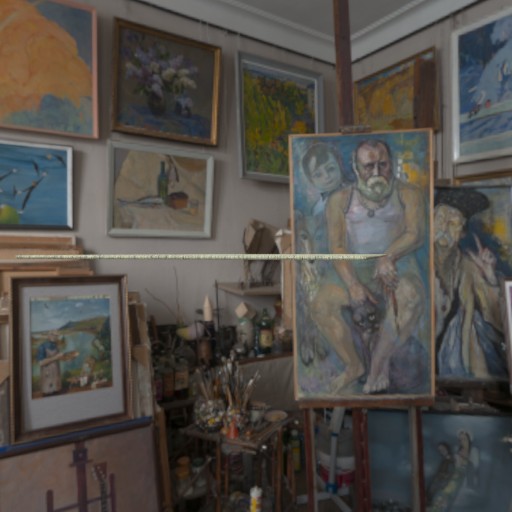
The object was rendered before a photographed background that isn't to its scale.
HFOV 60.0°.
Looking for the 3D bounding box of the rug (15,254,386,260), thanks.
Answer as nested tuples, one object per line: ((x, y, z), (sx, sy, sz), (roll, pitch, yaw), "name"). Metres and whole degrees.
((0.000, 0.000, 2.281), (1.243, 0.014, 1.846), (0, 0, 18), "rug")
